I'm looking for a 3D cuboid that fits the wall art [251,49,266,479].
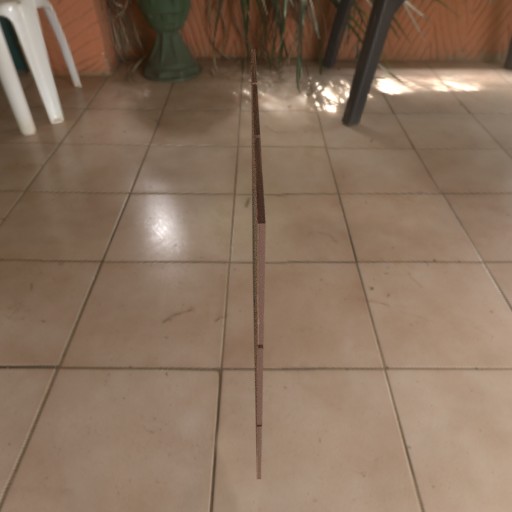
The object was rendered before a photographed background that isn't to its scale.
[{"bbox_3d":[0.000,0.000,1.330,0.013,0.914,0.915,-1,41,-1],"label":"wall art"}]
